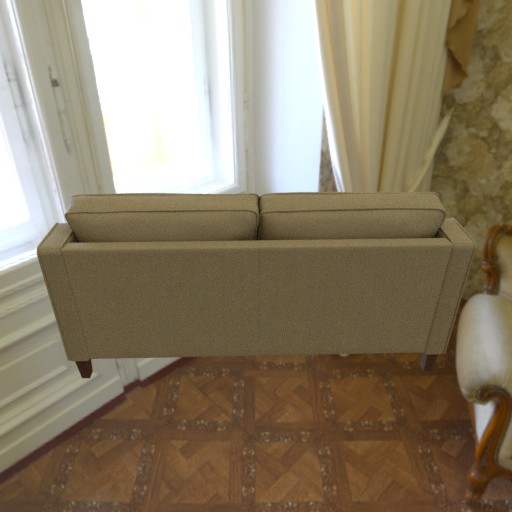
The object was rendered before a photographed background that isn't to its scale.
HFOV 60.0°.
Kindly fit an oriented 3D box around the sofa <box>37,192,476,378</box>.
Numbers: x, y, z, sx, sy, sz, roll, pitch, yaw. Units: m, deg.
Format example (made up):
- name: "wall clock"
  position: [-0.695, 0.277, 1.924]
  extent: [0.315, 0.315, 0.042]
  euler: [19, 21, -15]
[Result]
- name: "sofa"
  position: [0.000, 0.000, 2.813]
  extent: [2.178, 1.071, 1.066]
  euler: [-1, 30, -1]
